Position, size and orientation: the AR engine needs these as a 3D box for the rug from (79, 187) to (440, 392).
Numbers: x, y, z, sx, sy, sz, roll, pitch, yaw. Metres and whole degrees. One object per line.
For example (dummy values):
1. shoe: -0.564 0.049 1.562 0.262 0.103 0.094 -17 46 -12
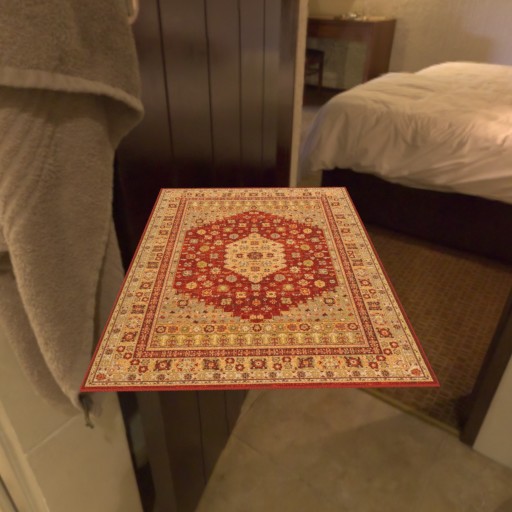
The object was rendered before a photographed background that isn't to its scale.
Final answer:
1. rug: 0.000 0.000 2.893 1.593 0.013 2.211 -1 32 -1
